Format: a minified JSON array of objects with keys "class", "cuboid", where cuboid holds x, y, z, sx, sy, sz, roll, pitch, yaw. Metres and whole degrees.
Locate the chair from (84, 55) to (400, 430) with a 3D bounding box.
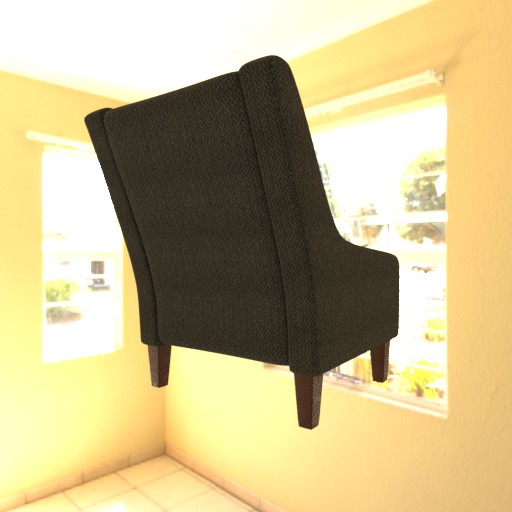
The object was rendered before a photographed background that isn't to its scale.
[{"class":"chair","cuboid":[0.000,0.000,1.665,0.793,1.012,0.944,1,1,37]}]
